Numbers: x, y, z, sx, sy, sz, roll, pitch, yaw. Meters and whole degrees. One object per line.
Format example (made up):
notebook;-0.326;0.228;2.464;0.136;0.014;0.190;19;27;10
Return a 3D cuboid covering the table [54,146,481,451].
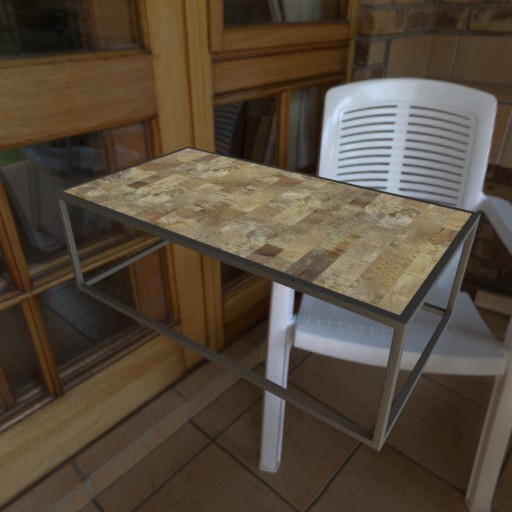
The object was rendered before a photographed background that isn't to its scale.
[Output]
table;0.000;0.000;1.505;1.199;0.398;0.649;20;35;30
